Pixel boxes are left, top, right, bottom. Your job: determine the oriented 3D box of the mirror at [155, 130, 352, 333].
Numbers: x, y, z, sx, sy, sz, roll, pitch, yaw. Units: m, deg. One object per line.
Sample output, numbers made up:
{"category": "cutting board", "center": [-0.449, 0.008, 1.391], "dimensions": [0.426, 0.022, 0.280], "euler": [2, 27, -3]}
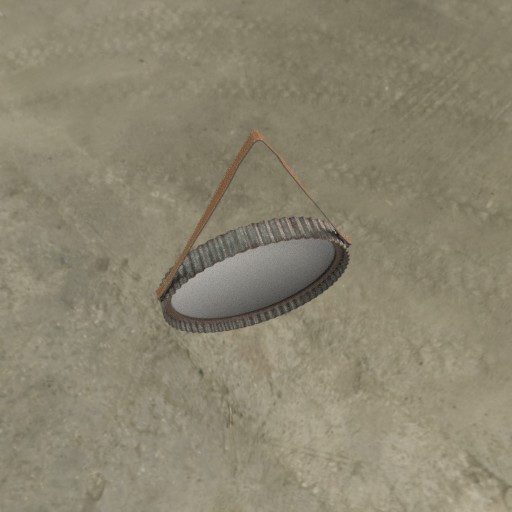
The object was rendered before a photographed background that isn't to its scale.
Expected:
{"category": "mirror", "center": [0.000, 0.000, 0.731], "dimensions": [0.355, 0.568, 0.042], "euler": [-16, 64, -8]}
